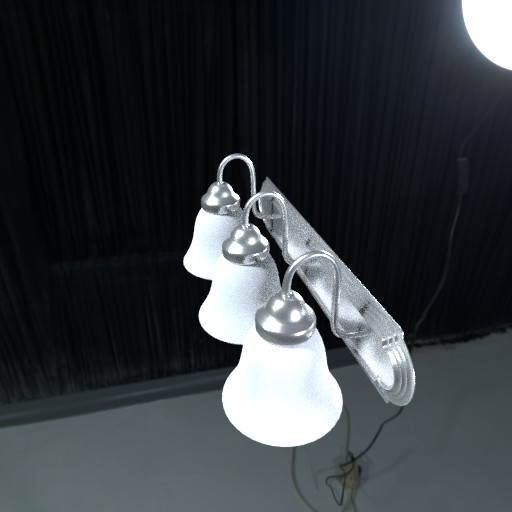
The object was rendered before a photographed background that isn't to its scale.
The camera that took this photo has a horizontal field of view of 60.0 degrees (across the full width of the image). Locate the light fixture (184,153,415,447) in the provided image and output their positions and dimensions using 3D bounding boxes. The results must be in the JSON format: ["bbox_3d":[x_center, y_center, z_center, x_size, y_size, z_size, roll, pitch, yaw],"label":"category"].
[{"bbox_3d":[0.000,0.000,0.719,0.199,0.222,0.610,-8,31,-14],"label":"light fixture"}]
